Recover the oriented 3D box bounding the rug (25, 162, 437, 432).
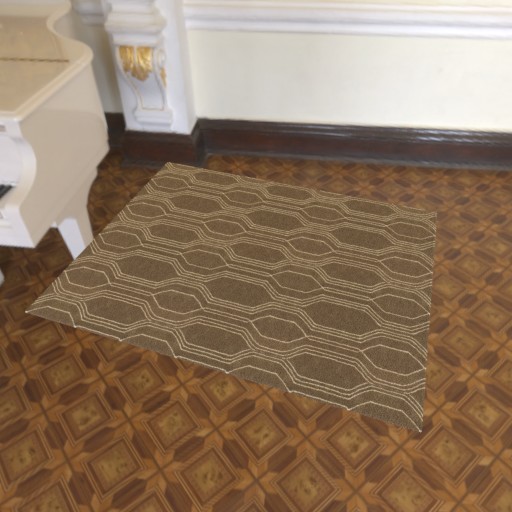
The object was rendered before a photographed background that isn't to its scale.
[{"bbox_3d":[0.000,0.000,4.032,3.062,0.012,2.457,13,44,14],"label":"rug"}]
